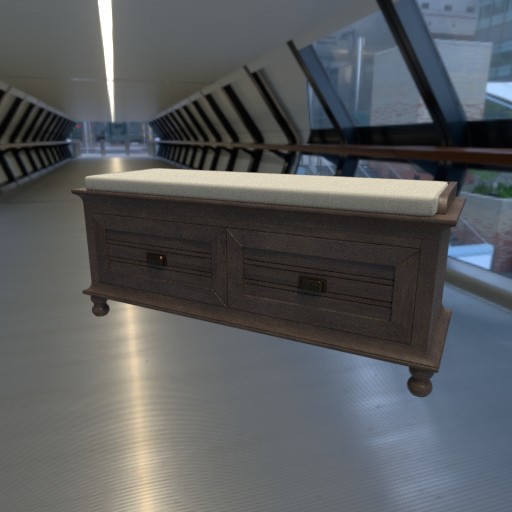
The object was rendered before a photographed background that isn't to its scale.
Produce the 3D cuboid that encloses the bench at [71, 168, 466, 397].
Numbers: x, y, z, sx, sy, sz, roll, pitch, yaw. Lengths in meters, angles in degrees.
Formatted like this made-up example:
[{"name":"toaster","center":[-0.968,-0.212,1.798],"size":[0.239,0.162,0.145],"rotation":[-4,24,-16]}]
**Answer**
[{"name":"bench","center":[0.000,0.000,1.445],"size":[1.185,0.501,0.402],"rotation":[8,17,26]}]
